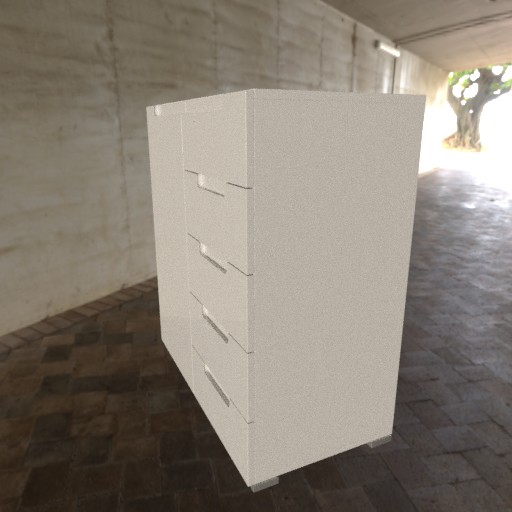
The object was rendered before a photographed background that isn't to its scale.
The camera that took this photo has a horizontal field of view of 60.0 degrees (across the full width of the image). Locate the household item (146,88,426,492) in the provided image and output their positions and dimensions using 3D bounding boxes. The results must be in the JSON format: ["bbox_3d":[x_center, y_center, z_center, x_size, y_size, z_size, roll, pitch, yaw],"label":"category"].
[{"bbox_3d":[0.000,0.000,1.321,0.420,0.870,0.800,-8,18,-24],"label":"household item"}]
